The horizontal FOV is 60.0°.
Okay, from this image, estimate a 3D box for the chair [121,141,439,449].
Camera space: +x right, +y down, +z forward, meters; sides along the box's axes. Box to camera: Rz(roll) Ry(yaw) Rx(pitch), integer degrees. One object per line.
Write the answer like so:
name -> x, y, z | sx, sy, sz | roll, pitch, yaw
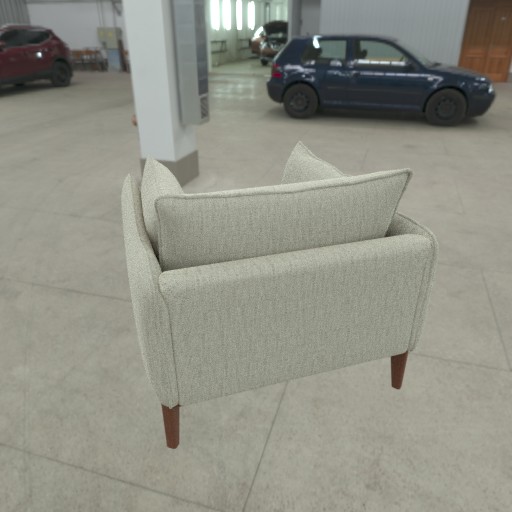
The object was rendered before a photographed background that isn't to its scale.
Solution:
chair -> 0.000, 0.000, 1.777 | 0.994, 0.855, 0.991 | -9, 29, -16
